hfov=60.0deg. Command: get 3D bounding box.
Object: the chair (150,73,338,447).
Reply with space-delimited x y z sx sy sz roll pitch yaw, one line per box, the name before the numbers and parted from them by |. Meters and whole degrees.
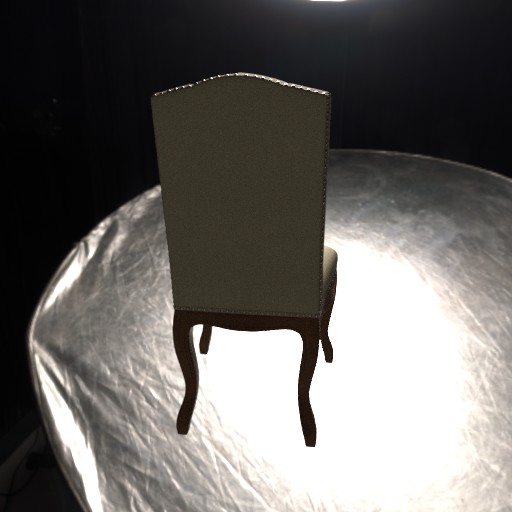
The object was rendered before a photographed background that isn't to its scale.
chair | 0.000 0.000 1.599 0.623 1.165 0.715 2 17 8
